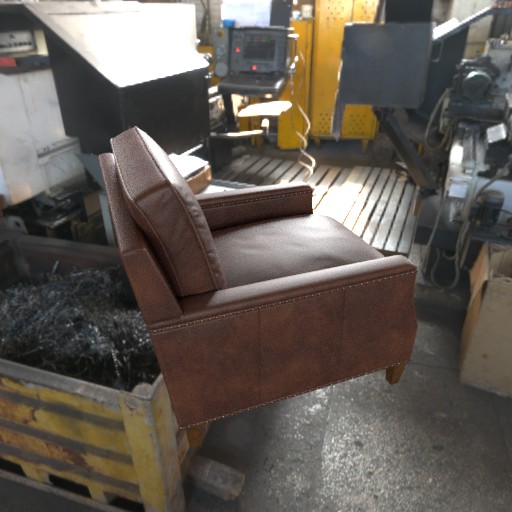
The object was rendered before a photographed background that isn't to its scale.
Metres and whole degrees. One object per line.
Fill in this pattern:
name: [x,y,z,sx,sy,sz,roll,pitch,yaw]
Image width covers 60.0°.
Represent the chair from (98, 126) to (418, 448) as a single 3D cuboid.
chair: [0.000,0.000,1.725,1.014,0.929,0.853,-11,32,-18]
